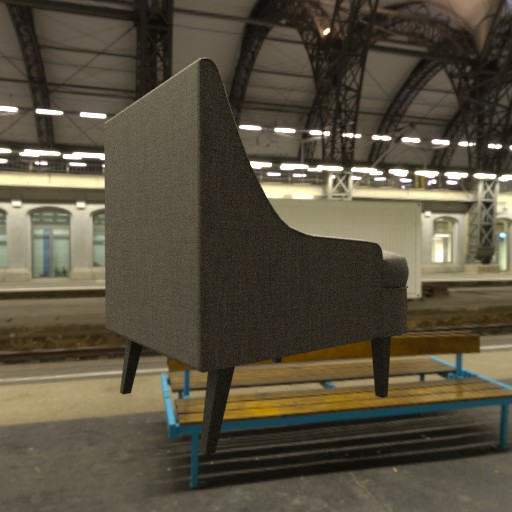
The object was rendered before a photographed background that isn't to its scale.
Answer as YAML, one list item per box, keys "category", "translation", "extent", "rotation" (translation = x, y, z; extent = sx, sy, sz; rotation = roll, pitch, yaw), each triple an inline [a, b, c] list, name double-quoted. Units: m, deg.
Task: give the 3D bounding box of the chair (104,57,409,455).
- category: "chair"
  translation: [0.000, 0.000, 1.427]
  extent: [0.771, 0.891, 0.655]
  rotation: [-1, 1, -37]
